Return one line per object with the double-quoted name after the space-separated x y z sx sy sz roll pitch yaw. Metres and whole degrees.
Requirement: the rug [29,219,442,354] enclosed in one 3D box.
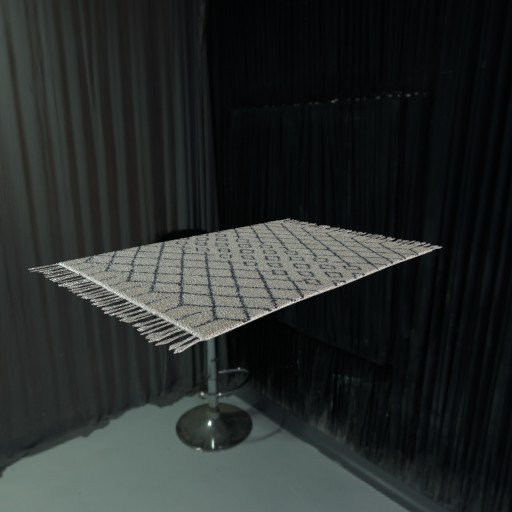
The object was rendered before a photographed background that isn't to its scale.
0.000 0.000 3.242 2.615 0.029 1.664 -15 21 -42 "rug"
